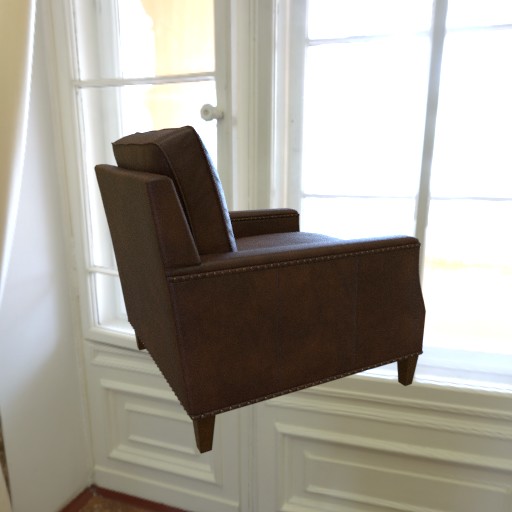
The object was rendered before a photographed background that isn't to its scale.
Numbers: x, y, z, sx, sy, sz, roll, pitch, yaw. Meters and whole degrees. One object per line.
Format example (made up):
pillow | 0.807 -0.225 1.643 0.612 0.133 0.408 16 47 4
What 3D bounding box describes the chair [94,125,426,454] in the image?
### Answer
chair | 0.000 0.000 1.705 1.014 0.929 0.853 -7 16 -27
